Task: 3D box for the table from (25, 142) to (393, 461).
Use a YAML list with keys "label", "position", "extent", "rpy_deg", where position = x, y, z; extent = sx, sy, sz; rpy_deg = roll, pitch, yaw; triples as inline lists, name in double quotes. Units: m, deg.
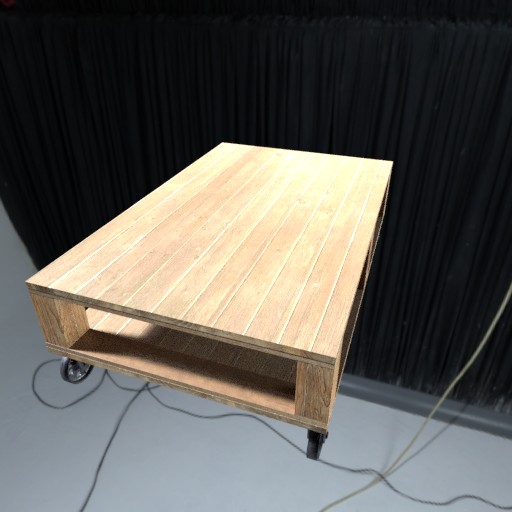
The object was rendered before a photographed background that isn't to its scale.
- label: "table"
  position: [0.000, 0.000, 1.680]
  extent: [0.827, 0.413, 1.299]
  rpy_deg: [11, 33, 17]
